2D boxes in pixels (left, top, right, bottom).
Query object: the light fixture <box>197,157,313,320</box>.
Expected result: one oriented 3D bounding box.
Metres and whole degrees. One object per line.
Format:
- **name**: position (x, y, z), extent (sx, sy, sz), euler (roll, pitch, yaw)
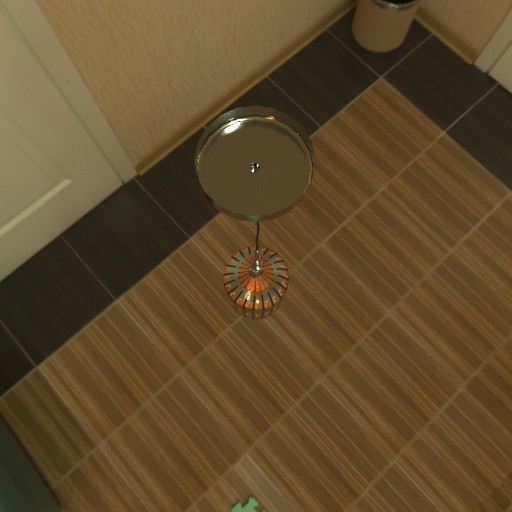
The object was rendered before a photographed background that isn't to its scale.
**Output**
- **light fixture**: position (0.000, 0.000, 1.651), extent (0.303, 1.535, 0.303), euler (0, 75, 0)
